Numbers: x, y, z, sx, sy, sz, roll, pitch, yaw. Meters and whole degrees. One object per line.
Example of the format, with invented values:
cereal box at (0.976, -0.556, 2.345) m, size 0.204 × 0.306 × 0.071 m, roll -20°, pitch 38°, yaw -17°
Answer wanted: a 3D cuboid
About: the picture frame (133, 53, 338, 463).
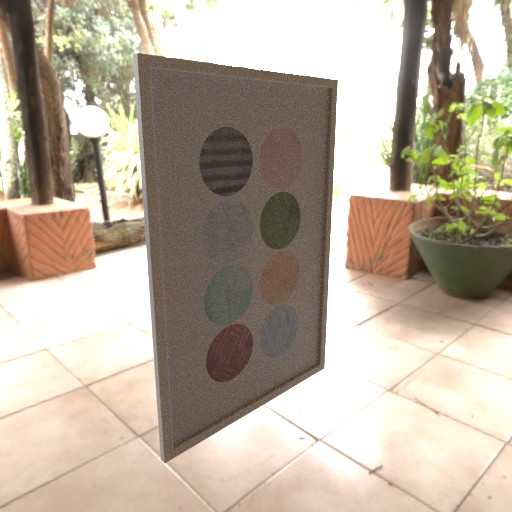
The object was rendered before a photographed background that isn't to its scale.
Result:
picture frame at (0.000, 0.000, 0.840) m, size 0.457 × 0.657 × 0.013 m, roll -15°, pitch 22°, yaw -42°
